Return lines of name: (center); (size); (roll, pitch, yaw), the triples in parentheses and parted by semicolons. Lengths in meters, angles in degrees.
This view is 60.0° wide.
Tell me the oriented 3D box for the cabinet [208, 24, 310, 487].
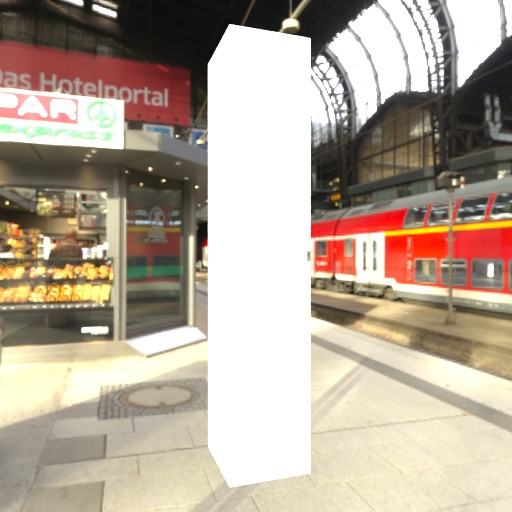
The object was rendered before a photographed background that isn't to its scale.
cabinet: (0.000, 0.000, 1.526); (0.269, 1.400, 0.300); (0, 0, -19)
